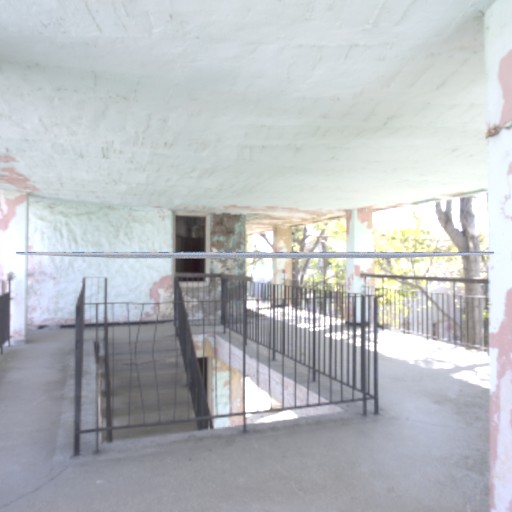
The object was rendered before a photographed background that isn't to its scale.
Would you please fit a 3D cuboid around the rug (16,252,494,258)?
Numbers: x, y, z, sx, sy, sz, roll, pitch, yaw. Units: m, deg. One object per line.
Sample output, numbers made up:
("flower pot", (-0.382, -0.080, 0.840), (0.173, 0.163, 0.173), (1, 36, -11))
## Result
("rug", (0.000, 0.000, 2.291), (1.830, 0.011, 1.209), (0, -1, 1))
